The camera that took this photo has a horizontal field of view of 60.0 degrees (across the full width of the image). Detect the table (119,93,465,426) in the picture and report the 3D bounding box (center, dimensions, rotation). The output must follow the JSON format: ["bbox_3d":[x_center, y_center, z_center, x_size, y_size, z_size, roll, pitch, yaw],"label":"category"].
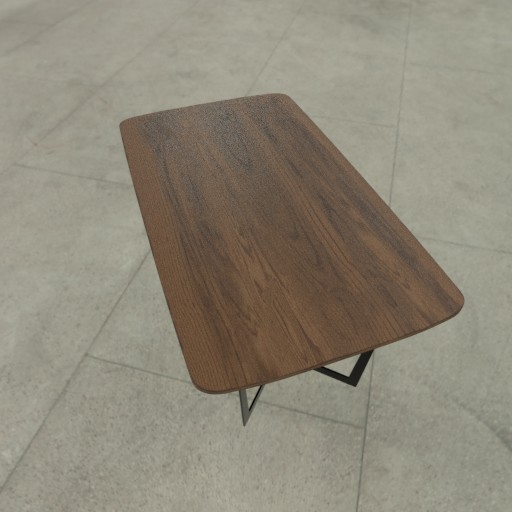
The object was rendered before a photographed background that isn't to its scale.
[{"bbox_3d":[0.000,0.000,2.129,0.949,0.765,1.643,-15,48,-14],"label":"table"}]
